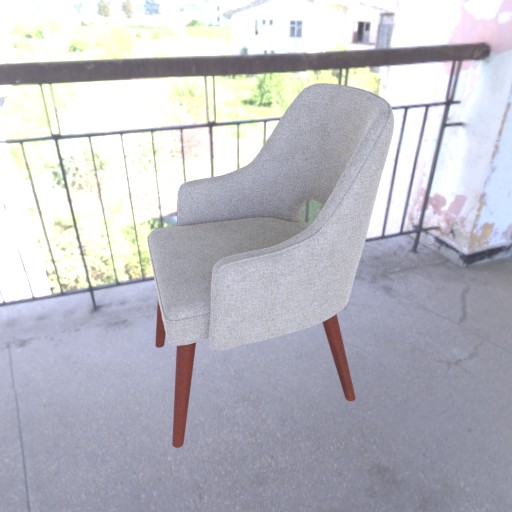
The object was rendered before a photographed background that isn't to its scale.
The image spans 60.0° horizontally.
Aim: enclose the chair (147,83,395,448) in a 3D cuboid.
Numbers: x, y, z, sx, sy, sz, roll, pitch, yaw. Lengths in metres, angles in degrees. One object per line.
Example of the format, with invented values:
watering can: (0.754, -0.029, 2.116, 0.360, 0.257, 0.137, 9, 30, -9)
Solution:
chair: (0.000, 0.000, 1.239, 0.605, 0.849, 0.548, -9, 31, -15)
